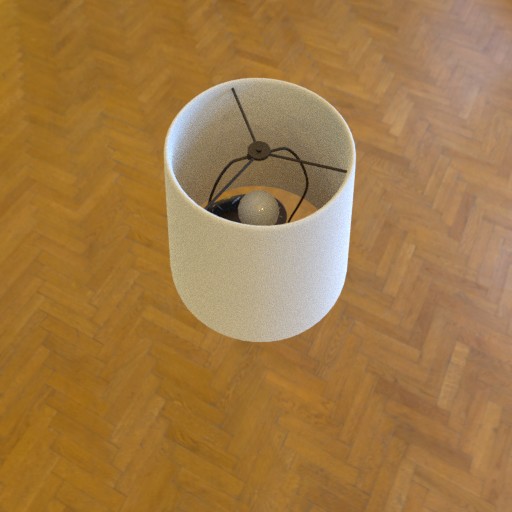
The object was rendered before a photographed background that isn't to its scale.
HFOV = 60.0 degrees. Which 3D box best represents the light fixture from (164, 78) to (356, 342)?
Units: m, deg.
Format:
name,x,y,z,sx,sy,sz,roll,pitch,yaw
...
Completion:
name,x,y,z,sx,sy,sz,roll,pitch,yaw
light fixture,0.000,0.000,0.443,0.168,0.337,0.188,-16,63,-9
